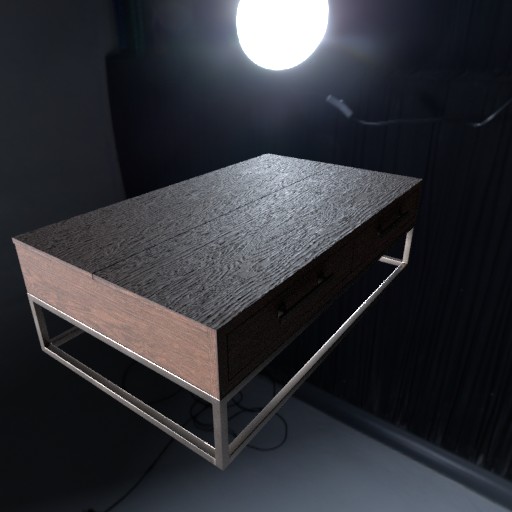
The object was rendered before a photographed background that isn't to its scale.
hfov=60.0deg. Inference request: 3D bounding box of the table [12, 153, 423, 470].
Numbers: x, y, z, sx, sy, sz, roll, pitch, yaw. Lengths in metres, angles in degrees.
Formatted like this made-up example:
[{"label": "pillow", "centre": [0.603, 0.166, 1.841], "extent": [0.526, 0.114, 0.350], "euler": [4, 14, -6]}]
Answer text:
[{"label": "table", "centre": [0.000, 0.000, 1.463], "extent": [0.719, 0.361, 1.167], "euler": [18, 31, 32]}]
